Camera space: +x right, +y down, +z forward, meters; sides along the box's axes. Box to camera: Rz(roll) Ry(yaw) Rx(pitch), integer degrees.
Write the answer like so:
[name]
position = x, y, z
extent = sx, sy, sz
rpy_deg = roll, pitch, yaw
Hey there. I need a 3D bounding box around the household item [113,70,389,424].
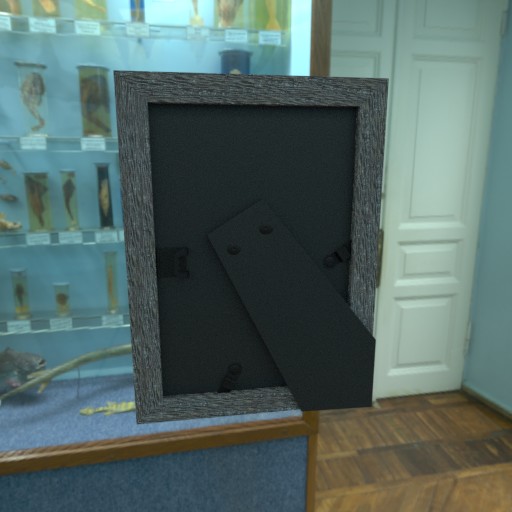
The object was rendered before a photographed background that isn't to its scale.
[household item]
position = 0.000, 0.000, 0.237
extent = 0.133, 0.180, 0.020
rpy_deg = -2, 13, -9
